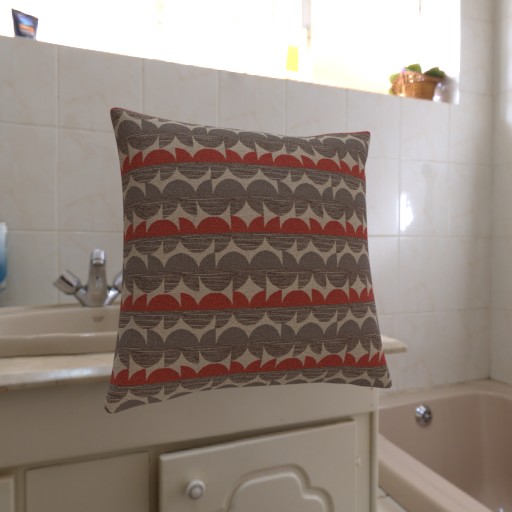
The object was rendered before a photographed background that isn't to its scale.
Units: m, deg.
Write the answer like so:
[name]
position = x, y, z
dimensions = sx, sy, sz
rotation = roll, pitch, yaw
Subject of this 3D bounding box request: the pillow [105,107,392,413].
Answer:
[pillow]
position = 0.000, 0.000, 0.649
dimensions = 0.420, 0.410, 0.180
rotation = 0, 1, -18
